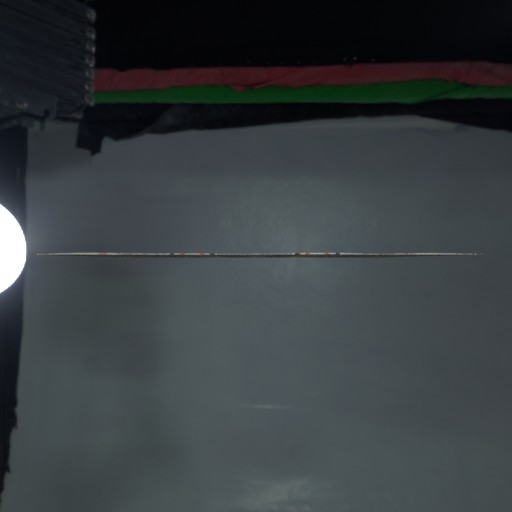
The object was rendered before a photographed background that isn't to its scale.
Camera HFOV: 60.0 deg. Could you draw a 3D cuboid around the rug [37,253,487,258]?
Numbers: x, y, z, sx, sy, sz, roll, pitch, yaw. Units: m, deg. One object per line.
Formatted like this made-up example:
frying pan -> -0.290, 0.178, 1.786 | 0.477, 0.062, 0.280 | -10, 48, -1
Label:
rug -> 0.000, 0.000, 3.970 | 3.000, 0.012, 2.371 | 0, -1, 0
